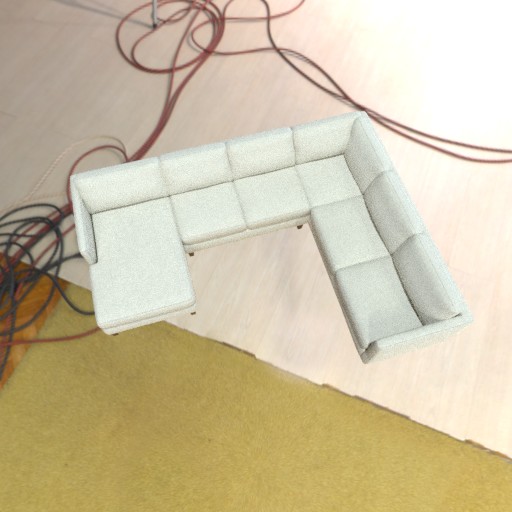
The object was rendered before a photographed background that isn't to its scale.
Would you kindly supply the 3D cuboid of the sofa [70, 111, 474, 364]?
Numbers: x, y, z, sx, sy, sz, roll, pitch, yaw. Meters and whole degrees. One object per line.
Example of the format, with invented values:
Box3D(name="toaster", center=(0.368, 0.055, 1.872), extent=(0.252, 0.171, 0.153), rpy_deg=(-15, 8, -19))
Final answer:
Box3D(name="sofa", center=(0.000, 0.000, 4.381), extent=(3.238, 0.853, 2.551), rpy_deg=(-14, 65, -7))
